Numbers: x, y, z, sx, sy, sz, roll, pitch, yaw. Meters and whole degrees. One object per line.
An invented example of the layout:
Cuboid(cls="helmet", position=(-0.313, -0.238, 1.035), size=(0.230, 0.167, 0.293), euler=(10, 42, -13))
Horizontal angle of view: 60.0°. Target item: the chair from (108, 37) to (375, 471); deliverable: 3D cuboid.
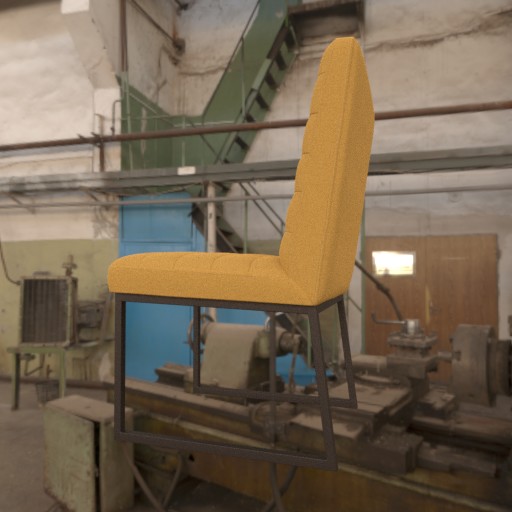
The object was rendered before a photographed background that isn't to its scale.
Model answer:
Cuboid(cls="chair", position=(0.000, 0.000, 1.249), size=(0.634, 0.930, 0.520), euler=(-1, -2, 18))
